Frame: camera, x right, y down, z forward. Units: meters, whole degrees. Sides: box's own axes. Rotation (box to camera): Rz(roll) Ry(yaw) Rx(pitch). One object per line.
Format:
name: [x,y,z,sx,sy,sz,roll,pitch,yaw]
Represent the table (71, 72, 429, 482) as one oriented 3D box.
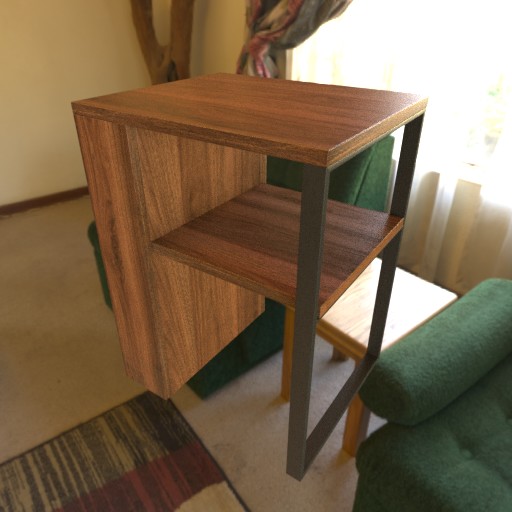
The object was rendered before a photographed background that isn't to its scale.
table: [0.000,0.000,1.525,0.786,1.041,0.660,19,35,29]
